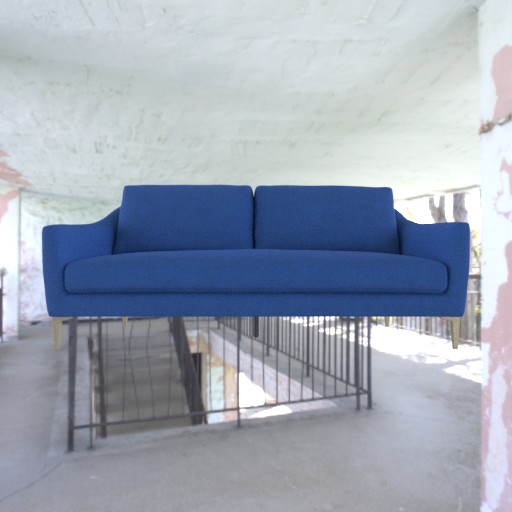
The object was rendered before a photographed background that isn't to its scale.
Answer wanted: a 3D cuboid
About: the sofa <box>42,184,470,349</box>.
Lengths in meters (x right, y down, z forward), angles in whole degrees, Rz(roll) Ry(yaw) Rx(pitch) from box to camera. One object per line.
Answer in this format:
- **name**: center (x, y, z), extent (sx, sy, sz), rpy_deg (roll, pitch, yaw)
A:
- **sofa**: center (0.000, 0.000, 2.550), extent (2.036, 0.903, 0.960), rpy_deg (0, 0, 0)
